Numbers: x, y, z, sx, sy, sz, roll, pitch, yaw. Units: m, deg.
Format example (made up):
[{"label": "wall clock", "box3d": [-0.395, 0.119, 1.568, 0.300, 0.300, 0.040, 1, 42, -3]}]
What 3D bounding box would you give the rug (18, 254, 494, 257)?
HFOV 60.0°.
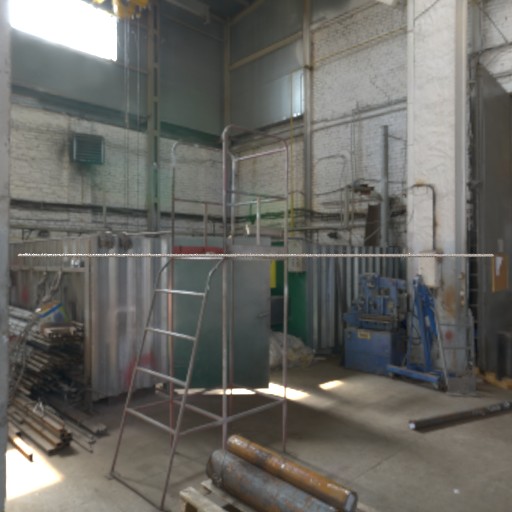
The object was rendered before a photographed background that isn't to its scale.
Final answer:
[{"label": "rug", "box3d": [0.000, 0.000, 1.970, 1.824, 0.009, 0.562, 0, -1, 0]}]
